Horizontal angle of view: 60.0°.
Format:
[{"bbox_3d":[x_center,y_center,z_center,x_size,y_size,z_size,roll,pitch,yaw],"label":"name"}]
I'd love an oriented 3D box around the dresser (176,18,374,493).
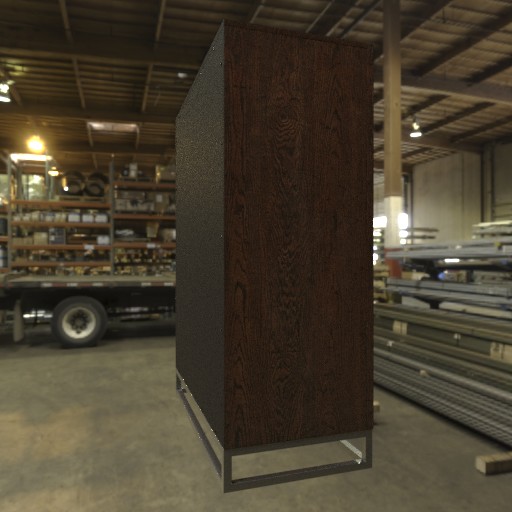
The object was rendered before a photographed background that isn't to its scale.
[{"bbox_3d":[0.000,0.000,1.767,0.508,1.321,0.965,0,0,-18],"label":"dresser"}]
